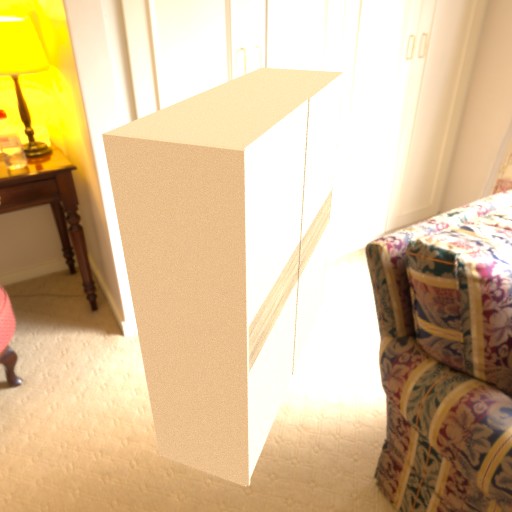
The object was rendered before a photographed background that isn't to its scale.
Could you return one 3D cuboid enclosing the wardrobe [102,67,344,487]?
[{"bbox_3d":[0.000,0.000,2.897,0.600,2.020,1.830,11,33,18],"label":"wardrobe"}]
